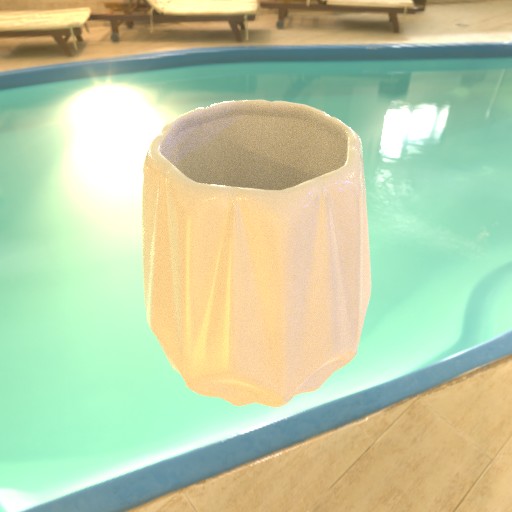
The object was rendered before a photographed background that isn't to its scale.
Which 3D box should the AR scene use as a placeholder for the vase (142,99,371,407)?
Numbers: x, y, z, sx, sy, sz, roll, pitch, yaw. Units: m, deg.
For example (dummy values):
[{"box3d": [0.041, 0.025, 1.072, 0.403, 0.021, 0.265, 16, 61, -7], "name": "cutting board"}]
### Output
[{"box3d": [0.000, 0.000, 0.264, 0.141, 0.152, 0.141, 0, 41, 0], "name": "vase"}]
